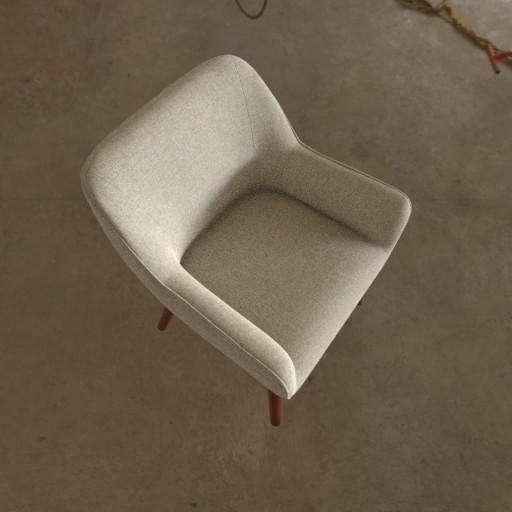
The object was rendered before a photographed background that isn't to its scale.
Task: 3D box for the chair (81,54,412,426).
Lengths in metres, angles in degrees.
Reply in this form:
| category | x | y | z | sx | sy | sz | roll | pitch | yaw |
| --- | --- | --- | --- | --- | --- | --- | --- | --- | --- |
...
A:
| category | x | y | z | sx | sy | sz | roll | pitch | yaw |
| --- | --- | --- | --- | --- | --- | --- | --- | --- | --- |
| chair | 0.000 | 0.000 | 1.265 | 0.610 | 0.813 | 0.610 | 32 | 64 | 18 |
